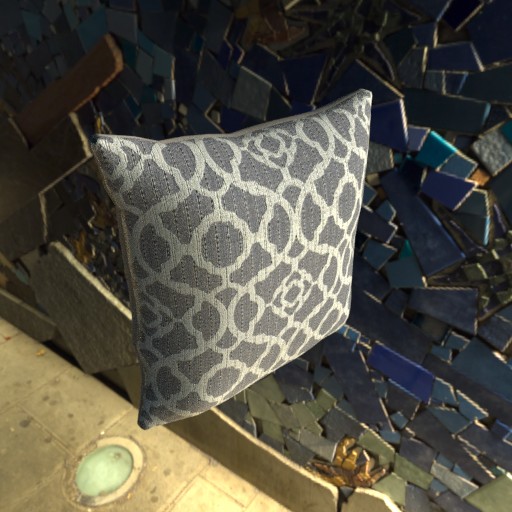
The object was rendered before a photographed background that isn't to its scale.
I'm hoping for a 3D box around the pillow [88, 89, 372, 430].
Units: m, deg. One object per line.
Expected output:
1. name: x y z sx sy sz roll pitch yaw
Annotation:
1. pillow: 0.000 0.000 0.770 0.508 0.498 0.215 -22 36 -33
